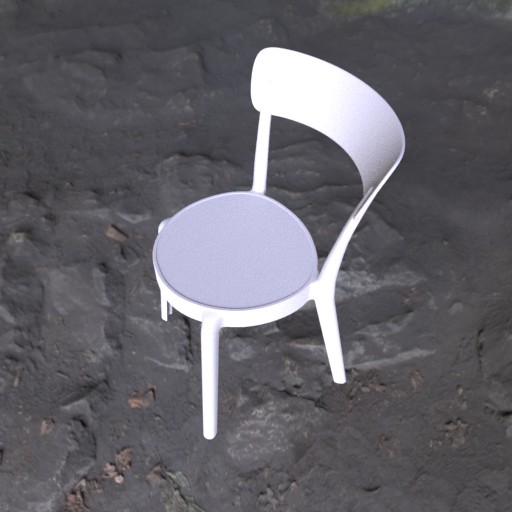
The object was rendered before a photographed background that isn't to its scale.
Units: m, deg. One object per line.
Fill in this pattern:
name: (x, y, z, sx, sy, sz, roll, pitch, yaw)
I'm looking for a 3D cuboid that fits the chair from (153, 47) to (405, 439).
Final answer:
chair: (0.000, 0.000, 1.099, 0.491, 0.790, 0.506, -18, 49, -16)
